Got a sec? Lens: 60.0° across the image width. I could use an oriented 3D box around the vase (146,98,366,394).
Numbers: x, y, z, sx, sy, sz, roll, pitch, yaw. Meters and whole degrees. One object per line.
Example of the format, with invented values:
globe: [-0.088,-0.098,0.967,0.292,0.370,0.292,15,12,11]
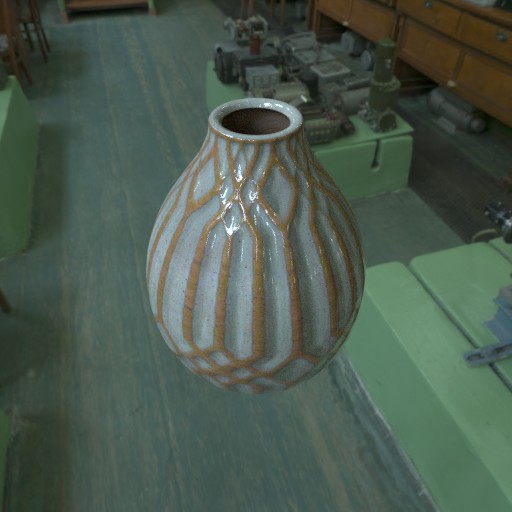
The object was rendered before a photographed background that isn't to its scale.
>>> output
vase: [0.000,0.000,0.264,0.131,0.175,0.131,0,42,0]
